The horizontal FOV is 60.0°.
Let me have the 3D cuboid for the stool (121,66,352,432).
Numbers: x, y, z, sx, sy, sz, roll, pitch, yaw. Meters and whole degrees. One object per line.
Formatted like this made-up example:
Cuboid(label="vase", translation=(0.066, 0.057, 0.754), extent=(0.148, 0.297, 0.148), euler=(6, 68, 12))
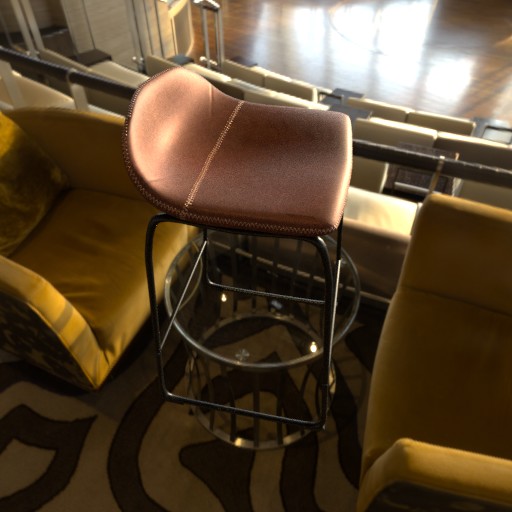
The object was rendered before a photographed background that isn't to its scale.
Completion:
Cuboid(label="stool", translation=(0.000, 0.000, 1.111), extent=(0.473, 0.830, 0.454), euler=(8, 45, 8))
